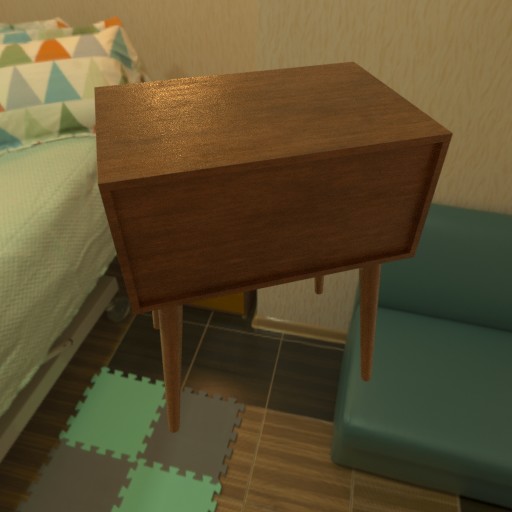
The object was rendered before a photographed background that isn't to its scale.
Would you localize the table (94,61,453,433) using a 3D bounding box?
[{"bbox_3d":[0.000,0.000,0.841,0.454,0.580,0.307,-11,42,-12],"label":"table"}]
